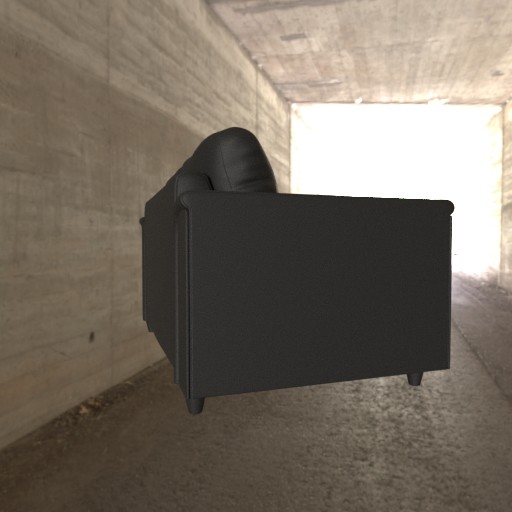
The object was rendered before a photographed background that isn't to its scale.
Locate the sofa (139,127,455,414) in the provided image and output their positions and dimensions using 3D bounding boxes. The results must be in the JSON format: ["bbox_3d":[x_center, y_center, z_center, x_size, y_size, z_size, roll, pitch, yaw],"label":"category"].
[{"bbox_3d":[0.000,0.000,1.936,0.887,0.845,1.386,-1,2,-19],"label":"sofa"}]
